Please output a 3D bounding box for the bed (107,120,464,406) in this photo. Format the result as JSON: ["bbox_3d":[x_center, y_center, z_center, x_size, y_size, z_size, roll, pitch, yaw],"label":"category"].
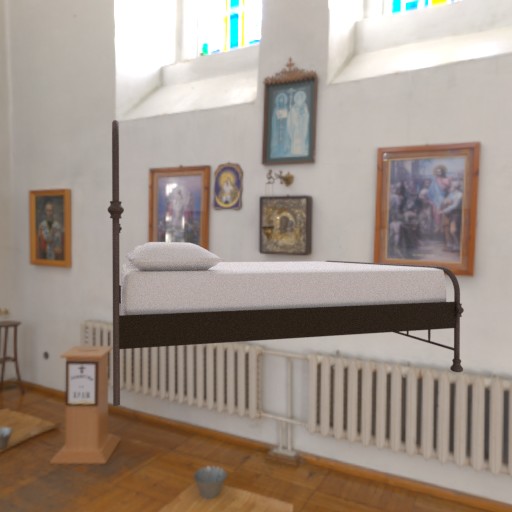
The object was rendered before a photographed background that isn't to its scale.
[{"bbox_3d":[0.000,0.000,3.437,2.134,1.446,2.044,0,1,-17],"label":"bed"}]
